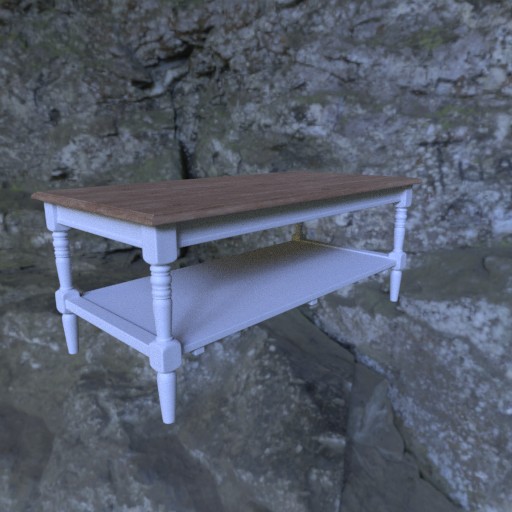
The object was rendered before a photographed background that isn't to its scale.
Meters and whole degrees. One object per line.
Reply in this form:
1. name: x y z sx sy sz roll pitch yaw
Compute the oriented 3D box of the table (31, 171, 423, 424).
1. table: 0.000 0.000 1.416 0.559 0.458 1.118 14 20 42
